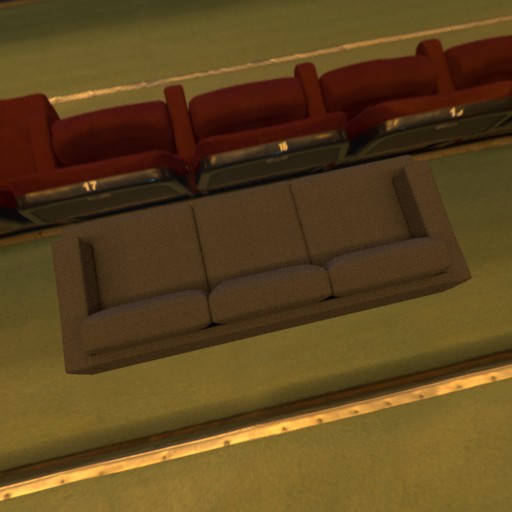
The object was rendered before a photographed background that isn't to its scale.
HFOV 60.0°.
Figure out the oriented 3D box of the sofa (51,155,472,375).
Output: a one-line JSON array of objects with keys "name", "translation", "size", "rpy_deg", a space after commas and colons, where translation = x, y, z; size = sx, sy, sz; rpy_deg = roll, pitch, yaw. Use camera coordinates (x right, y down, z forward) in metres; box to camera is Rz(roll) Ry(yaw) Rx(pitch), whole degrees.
[{"name": "sofa", "translation": [0.000, 0.000, 2.705], "size": [2.310, 0.810, 0.920], "rpy_deg": [-13, 75, -4]}]
